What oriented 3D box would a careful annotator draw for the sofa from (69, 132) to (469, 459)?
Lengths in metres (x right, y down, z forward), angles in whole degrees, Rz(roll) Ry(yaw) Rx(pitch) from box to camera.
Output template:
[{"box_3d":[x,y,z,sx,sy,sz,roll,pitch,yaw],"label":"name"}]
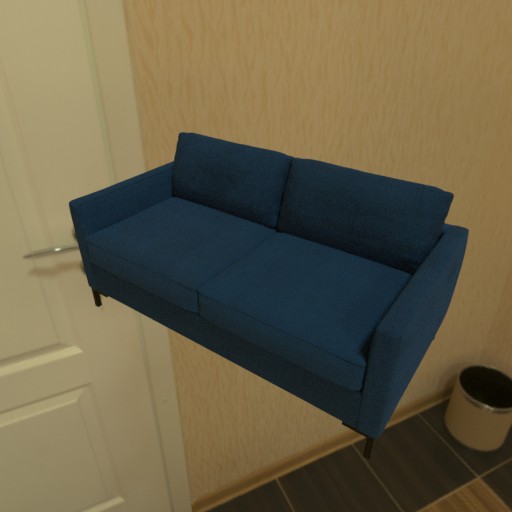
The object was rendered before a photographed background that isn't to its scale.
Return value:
[{"box_3d":[0.000,0.000,2.119,1.676,0.817,0.875,20,37,30],"label":"sofa"}]
